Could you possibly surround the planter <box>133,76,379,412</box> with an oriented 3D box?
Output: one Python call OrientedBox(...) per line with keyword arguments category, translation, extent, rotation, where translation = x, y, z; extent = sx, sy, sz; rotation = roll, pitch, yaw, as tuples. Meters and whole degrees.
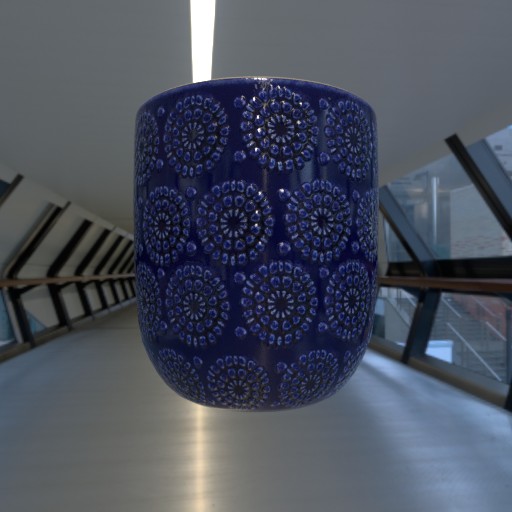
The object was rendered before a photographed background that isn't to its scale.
OrientedBox(category="planter", translation=(0.000, 0.000, 0.344), extent=(0.184, 0.206, 0.184), rotation=(0, -1, 0))
